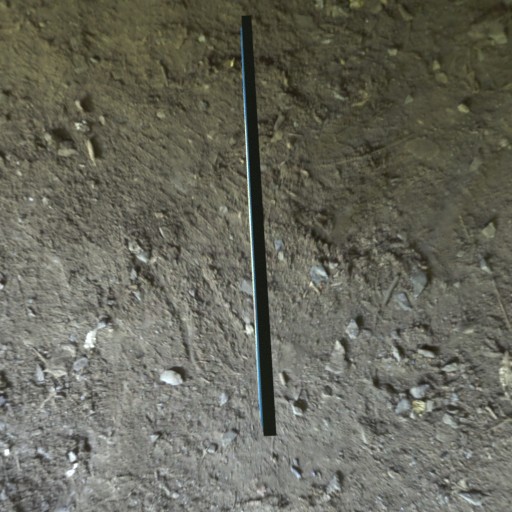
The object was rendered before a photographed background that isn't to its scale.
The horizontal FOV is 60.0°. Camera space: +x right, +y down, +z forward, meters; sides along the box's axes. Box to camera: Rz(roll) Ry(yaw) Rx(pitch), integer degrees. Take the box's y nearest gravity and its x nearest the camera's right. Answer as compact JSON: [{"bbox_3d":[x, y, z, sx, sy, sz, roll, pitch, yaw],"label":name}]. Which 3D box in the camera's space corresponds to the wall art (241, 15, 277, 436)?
[{"bbox_3d":[0.000,0.000,0.678,0.013,0.457,0.458,-3,75,-1],"label":"wall art"}]
